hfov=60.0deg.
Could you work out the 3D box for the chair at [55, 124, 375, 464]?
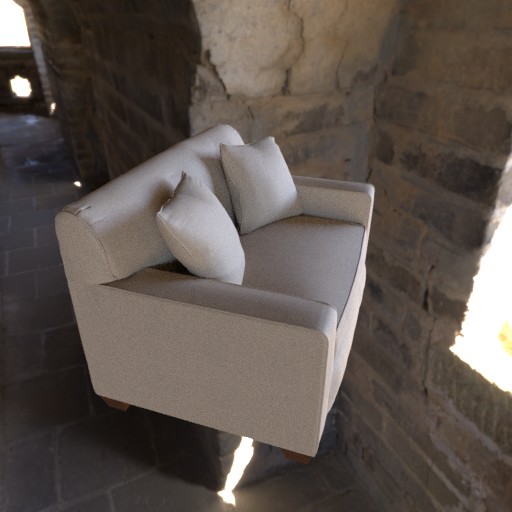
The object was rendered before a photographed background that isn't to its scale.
[{"bbox_3d":[0.000,0.000,2.093,1.000,0.948,1.383,9,31,16],"label":"chair"}]
